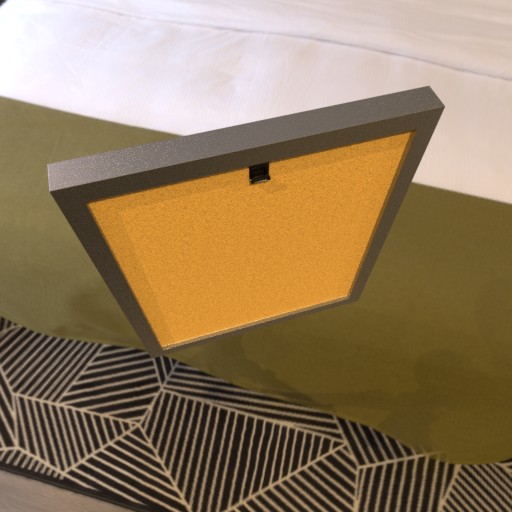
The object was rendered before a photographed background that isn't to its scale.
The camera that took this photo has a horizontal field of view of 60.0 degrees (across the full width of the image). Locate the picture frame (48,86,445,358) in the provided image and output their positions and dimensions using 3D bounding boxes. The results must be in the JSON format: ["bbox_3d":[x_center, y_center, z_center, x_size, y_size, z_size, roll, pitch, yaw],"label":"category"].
[{"bbox_3d":[0.000,0.000,1.332,0.839,0.968,0.073,-14,59,-9],"label":"picture frame"}]
